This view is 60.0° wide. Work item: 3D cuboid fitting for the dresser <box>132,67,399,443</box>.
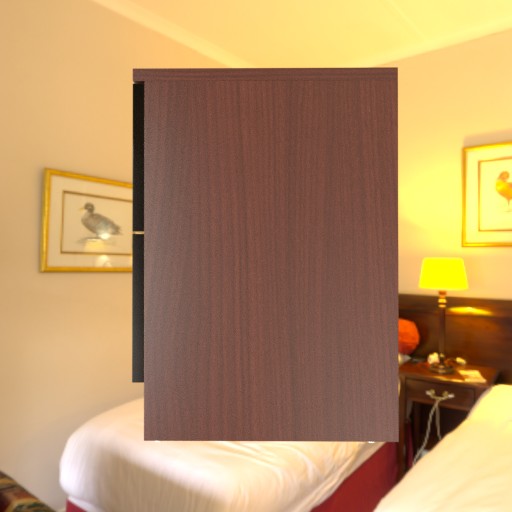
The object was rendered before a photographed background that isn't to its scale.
[{"bbox_3d":[0.000,0.000,0.755,0.360,0.470,0.400,0,0,1],"label":"dresser"}]
